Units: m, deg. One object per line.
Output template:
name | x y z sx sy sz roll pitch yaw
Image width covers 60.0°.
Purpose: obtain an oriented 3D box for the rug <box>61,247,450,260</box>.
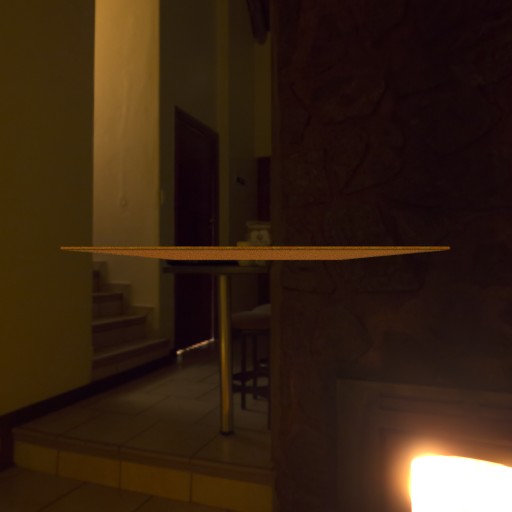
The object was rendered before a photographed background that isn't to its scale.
rug | 0.000 0.000 2.281 1.213 0.010 1.829 0 -1 0
